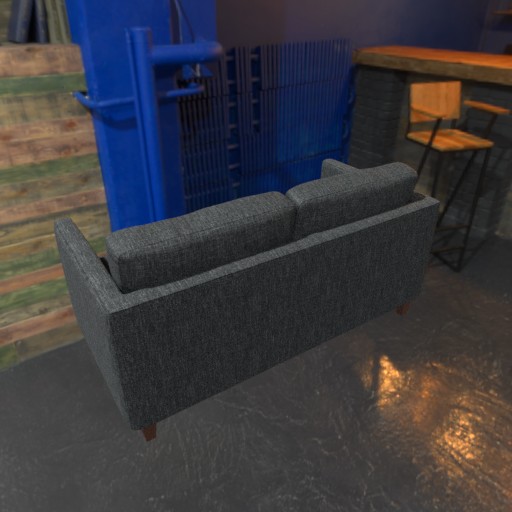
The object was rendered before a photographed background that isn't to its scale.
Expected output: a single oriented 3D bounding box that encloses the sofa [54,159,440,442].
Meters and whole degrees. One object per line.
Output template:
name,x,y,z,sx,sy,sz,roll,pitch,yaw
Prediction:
sofa,0.000,0.000,2.473,1.884,0.963,0.950,-18,35,-28
